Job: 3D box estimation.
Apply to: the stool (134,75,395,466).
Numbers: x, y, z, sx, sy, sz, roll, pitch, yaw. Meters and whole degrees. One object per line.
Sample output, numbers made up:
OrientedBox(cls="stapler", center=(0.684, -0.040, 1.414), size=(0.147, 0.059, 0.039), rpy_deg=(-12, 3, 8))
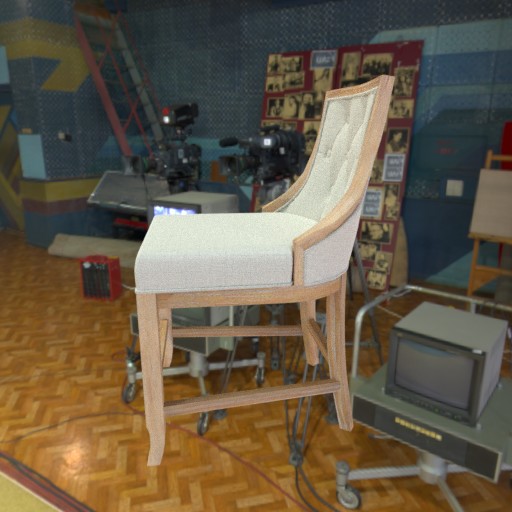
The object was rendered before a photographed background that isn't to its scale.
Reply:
OrientedBox(cls="stool", center=(0.000, 0.000, 1.282), size=(0.626, 0.938, 0.524), rpy_deg=(-2, 16, -8))
